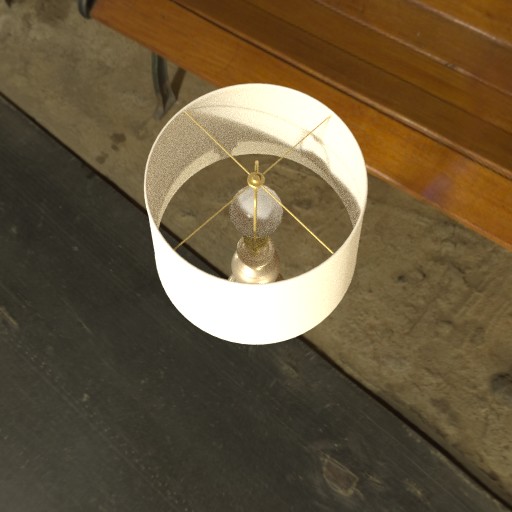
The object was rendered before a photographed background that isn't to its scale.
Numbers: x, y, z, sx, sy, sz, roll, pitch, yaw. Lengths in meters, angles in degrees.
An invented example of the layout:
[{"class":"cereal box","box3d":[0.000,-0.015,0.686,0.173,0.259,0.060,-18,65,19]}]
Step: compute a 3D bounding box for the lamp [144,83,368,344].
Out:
[{"class":"lamp","box3d":[0.000,0.000,0.796,0.328,0.612,0.328,0,73,0]}]
